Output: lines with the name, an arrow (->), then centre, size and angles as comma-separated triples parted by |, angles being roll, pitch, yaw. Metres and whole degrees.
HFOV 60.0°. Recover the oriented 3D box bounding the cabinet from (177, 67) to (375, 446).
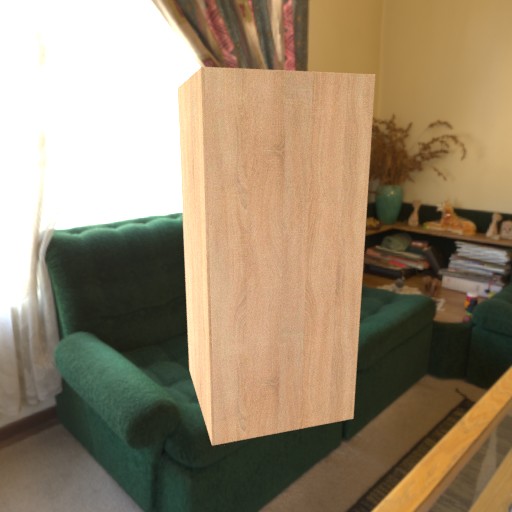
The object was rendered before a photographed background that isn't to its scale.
cabinet -> 0.000, 0.000, 2.847 | 1.327, 2.120, 1.094 | 8, 17, 28
